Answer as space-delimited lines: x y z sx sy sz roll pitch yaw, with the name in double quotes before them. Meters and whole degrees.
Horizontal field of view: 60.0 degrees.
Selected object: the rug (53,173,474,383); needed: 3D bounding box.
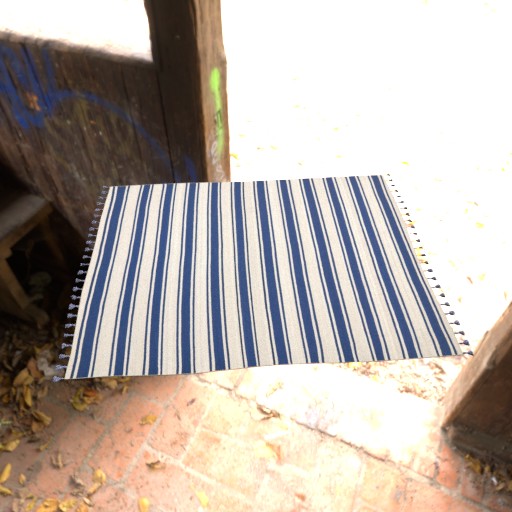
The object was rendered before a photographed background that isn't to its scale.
"rug" 0.000 0.000 4.363 3.416 0.016 2.471 -3 47 -3
